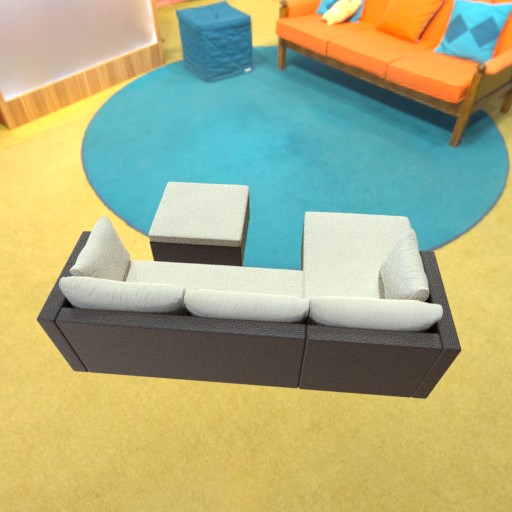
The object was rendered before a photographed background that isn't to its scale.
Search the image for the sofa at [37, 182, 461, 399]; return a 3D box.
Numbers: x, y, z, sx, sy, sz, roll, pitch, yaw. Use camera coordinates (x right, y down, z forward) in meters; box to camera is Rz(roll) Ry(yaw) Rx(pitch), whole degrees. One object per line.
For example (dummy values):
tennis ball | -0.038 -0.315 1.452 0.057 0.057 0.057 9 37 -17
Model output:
sofa | 0.000 0.000 2.999 2.192 0.766 1.612 3 46 3
